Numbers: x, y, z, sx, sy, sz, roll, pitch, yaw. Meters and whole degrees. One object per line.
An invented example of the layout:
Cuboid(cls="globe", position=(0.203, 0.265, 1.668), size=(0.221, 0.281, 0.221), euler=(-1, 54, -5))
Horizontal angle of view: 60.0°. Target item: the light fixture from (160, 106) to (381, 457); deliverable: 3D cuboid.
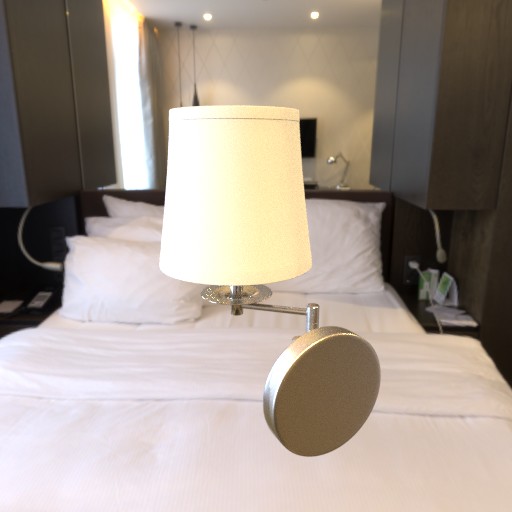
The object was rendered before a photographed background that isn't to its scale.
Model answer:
Cuboid(cls="light fixture", position=(0.000, 0.000, 0.600), size=(0.223, 0.381, 0.348), euler=(-7, 16, -27))
